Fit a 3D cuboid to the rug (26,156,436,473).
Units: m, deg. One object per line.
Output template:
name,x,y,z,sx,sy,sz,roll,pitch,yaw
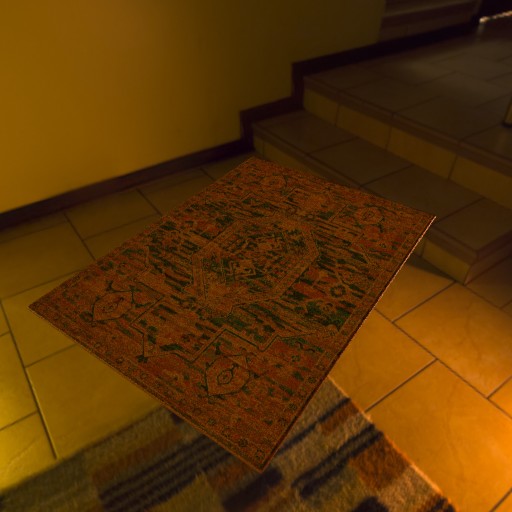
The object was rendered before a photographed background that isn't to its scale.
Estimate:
rug,0.000,0.000,2.810,1.588,0.024,2.204,24,45,26
